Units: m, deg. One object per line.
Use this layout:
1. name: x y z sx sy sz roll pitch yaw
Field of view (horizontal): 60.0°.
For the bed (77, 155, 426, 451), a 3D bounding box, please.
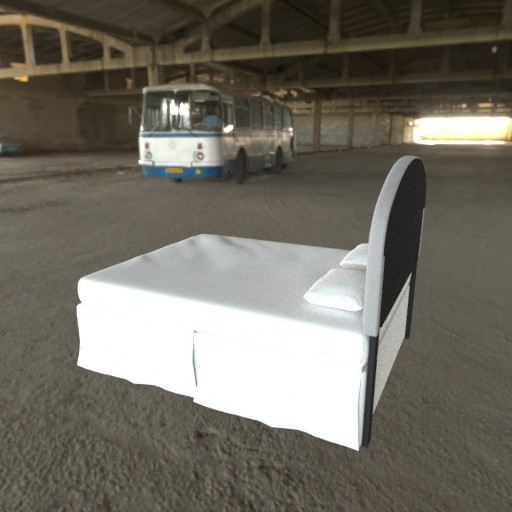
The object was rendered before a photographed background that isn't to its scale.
1. bed: 0.000 0.000 3.096 2.005 1.410 1.607 8 17 26
